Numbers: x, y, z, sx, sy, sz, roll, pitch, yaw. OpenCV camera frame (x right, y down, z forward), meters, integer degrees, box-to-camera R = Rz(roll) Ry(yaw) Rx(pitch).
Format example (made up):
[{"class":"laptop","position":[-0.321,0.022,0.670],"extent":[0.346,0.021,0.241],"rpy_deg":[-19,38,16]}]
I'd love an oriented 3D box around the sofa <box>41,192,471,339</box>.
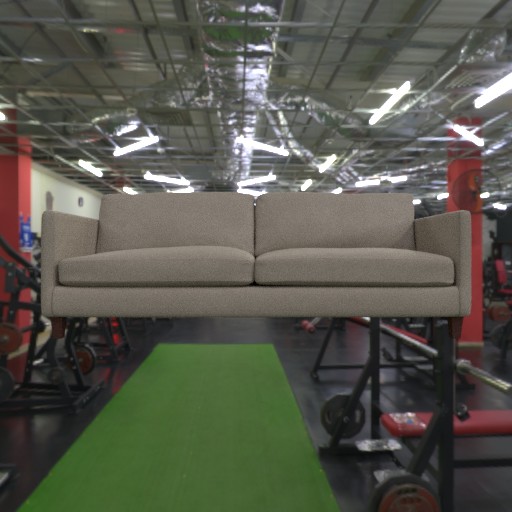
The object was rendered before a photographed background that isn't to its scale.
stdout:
[{"class":"sofa","position":[0.000,0.000,2.905],"extent":[2.404,0.912,0.988],"rpy_deg":[0,1,0]}]
